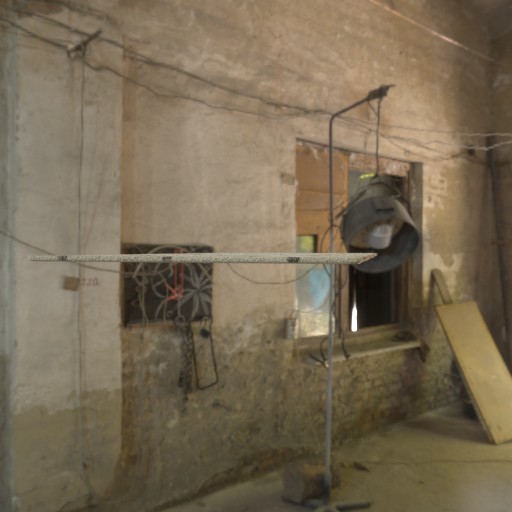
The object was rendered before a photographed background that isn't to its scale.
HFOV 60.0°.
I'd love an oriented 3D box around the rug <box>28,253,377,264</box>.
[{"bbox_3d":[0.000,0.000,2.946,1.501,0.024,2.348,0,1,17],"label":"rug"}]
